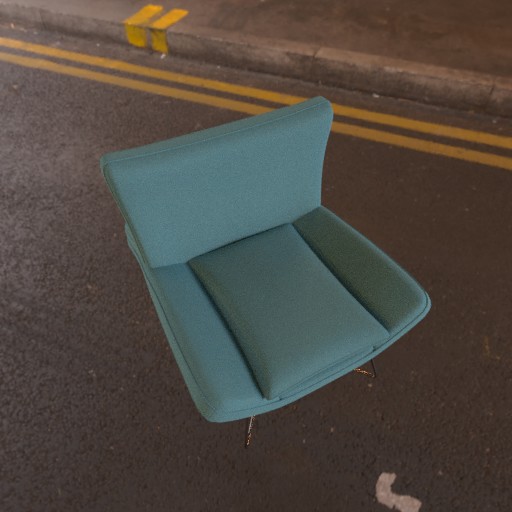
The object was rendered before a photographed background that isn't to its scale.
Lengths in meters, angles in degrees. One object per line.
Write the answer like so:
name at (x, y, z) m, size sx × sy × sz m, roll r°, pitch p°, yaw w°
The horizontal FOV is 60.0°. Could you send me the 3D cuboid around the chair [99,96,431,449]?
chair at (0.000, 0.000, 1.653) m, size 0.859 × 0.855 × 1.008 m, roll -21°, pitch 50°, yaw -19°
